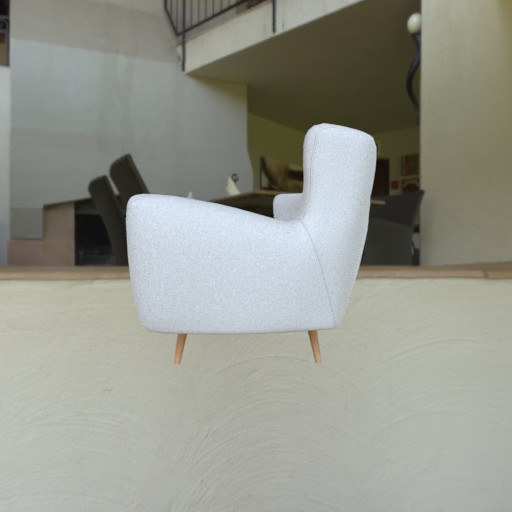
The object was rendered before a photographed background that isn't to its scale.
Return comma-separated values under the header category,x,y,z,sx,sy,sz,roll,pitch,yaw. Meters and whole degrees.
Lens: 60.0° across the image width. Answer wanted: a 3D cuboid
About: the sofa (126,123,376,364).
category,x,y,z,sx,sy,sz,roll,pitch,yaw
sofa,0.000,0.000,2.353,0.899,0.890,1.930,0,0,-1
